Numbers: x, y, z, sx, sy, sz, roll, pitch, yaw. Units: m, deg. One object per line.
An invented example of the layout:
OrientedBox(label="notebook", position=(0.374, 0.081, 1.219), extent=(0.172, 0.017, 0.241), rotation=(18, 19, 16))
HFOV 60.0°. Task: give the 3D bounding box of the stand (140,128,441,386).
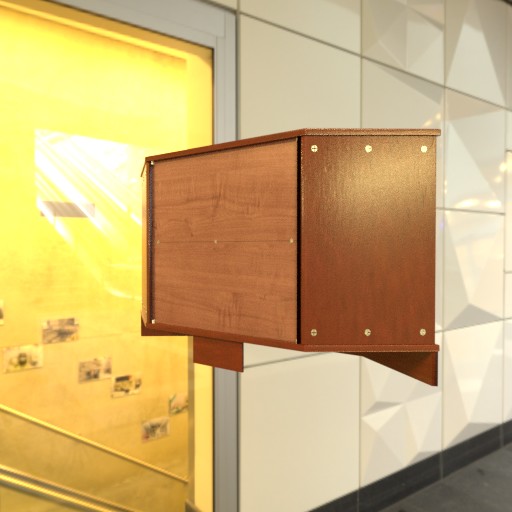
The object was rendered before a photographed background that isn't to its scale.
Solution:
OrientedBox(label="stand", position=(0.000, 0.000, 1.363), extent=(1.072, 0.614, 0.381), rotation=(1, 1, 35))
